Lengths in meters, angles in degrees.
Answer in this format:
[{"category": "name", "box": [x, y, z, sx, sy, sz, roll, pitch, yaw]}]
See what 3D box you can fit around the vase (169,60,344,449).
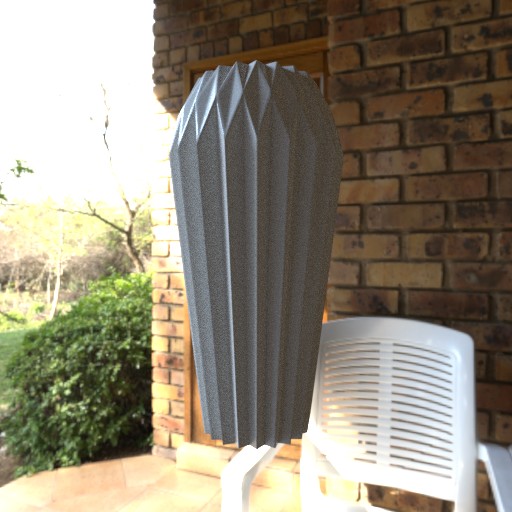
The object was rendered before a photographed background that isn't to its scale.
[{"category": "vase", "box": [0.000, 0.000, 0.341, 0.133, 0.263, 0.133, 0, 0, 0]}]
